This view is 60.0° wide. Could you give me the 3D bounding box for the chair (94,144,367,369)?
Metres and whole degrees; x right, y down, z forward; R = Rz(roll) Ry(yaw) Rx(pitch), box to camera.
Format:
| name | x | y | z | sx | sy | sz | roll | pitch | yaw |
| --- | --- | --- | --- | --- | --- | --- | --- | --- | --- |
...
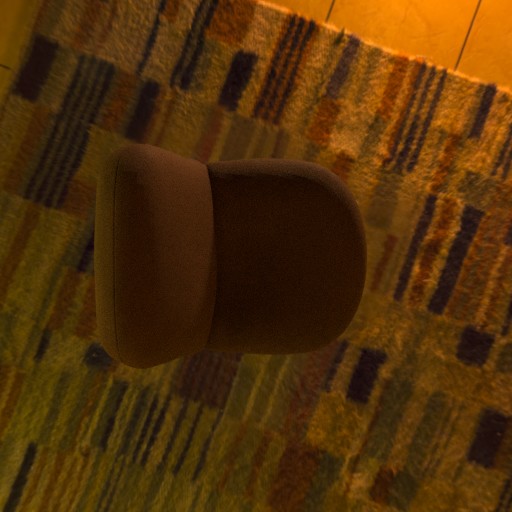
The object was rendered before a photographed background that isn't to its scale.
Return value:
| name | x | y | z | sx | sy | sz | roll | pitch | yaw |
| --- | --- | --- | --- | --- | --- | --- | --- | --- | --- |
| chair | 0.000 | 0.000 | 1.046 | 0.597 | 0.594 | 0.521 | 0 | 90 | -1 |
